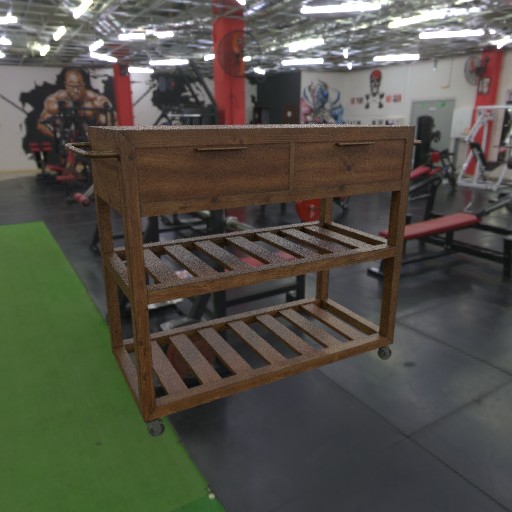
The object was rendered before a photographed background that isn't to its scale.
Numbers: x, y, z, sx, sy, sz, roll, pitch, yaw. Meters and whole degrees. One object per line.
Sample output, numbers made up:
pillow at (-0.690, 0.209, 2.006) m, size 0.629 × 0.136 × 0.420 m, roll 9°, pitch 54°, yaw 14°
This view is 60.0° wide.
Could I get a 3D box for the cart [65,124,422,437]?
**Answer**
cart at (0.000, 0.000, 1.476) m, size 1.065 × 0.830 × 0.445 m, roll -9°, pitch 20°, yaw -27°
